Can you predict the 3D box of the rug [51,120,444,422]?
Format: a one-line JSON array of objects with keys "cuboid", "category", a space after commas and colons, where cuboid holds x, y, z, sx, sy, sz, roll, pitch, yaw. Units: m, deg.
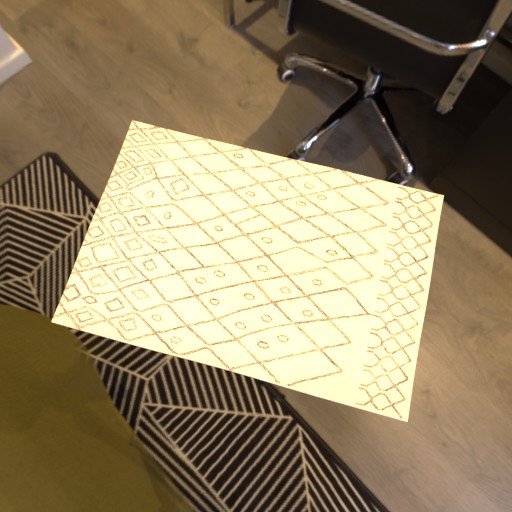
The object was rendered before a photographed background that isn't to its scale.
[{"cuboid": [0.000, 0.000, 2.352, 1.828, 0.015, 1.222, 15, 74, 4], "category": "rug"}]
